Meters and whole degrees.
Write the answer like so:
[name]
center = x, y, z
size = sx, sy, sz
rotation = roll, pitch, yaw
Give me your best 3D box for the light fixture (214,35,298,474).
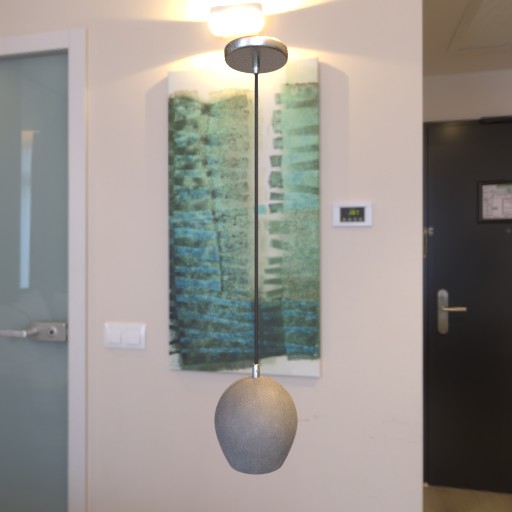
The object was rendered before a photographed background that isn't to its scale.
[light fixture]
center = 0.000, 0.000, 0.820
size = 0.153, 0.760, 0.153
rotation = 0, 0, -18
